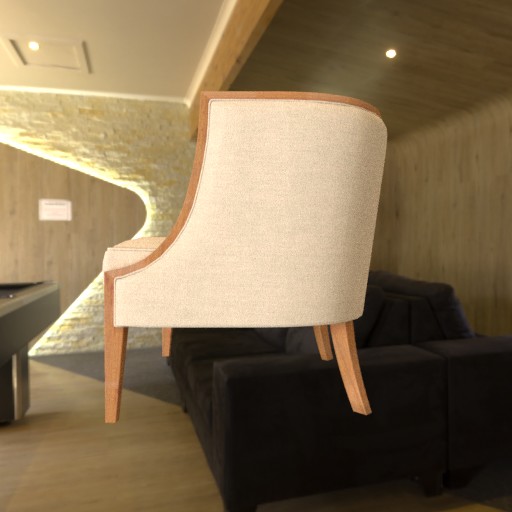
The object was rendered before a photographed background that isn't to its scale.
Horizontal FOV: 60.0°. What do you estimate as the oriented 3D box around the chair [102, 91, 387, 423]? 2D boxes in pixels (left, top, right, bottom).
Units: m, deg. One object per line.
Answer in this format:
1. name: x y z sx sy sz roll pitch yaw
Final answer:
1. chair: 0.000 0.000 1.373 0.757 0.775 0.711 0 1 0
